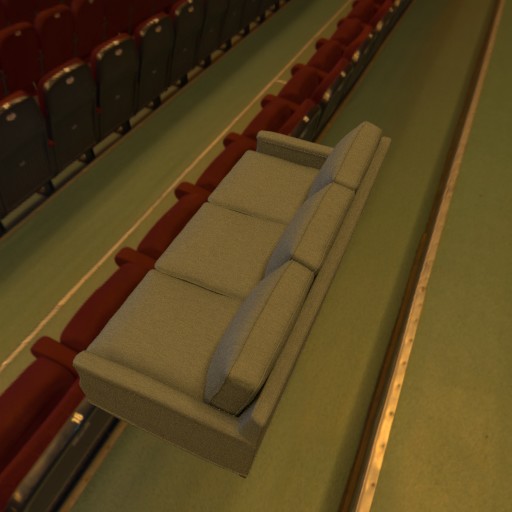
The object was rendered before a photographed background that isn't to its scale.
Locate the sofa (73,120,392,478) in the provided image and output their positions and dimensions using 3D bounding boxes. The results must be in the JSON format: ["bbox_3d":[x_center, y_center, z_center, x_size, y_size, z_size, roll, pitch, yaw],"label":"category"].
[{"bbox_3d":[0.000,0.000,2.770,1.084,1.003,2.246,19,51,16],"label":"sofa"}]
